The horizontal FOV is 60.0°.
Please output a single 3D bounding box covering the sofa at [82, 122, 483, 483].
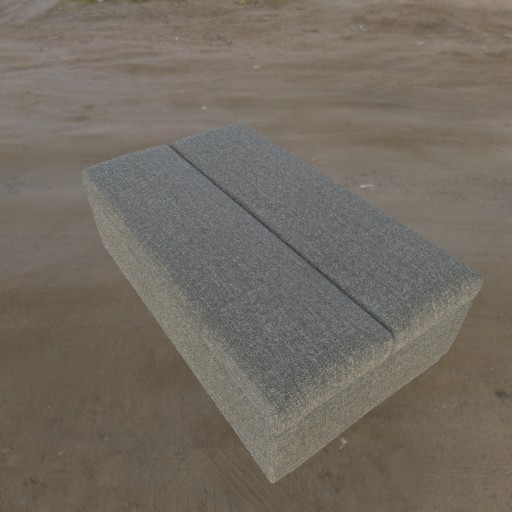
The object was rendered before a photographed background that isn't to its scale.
[{"bbox_3d":[0.000,0.000,1.558,0.782,0.417,1.198,-25,47,-26],"label":"sofa"}]
